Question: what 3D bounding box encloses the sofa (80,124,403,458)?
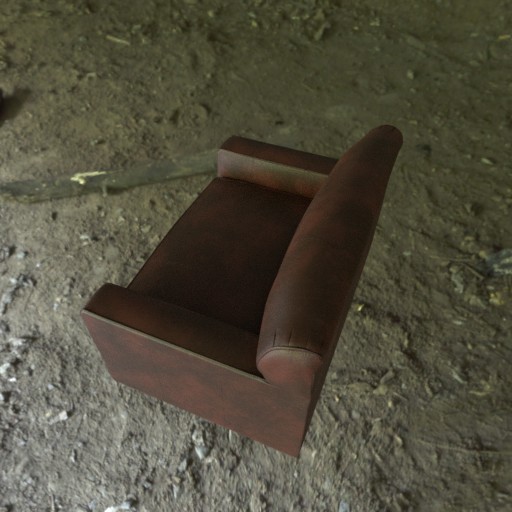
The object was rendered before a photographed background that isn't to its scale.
[{"bbox_3d":[0.000,0.000,2.140,1.000,0.956,1.413,17,49,15],"label":"sofa"}]
